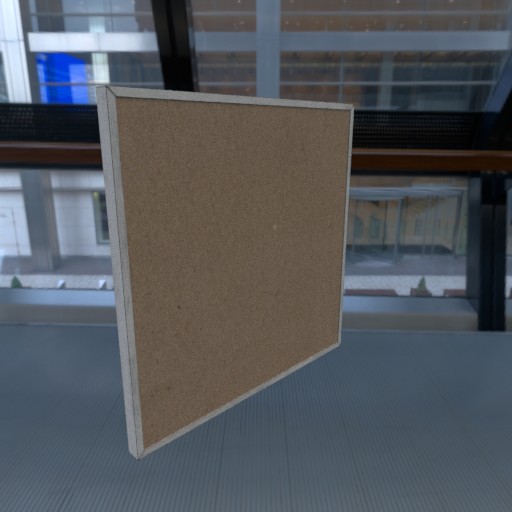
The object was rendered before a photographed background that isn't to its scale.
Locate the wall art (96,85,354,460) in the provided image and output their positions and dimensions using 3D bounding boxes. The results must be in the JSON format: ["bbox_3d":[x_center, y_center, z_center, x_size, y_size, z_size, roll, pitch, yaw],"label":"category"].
[{"bbox_3d":[0.000,0.000,1.130,0.038,0.762,0.762,15,22,43],"label":"wall art"}]
